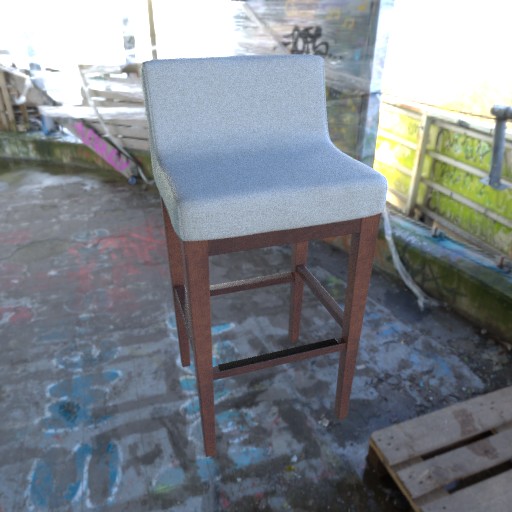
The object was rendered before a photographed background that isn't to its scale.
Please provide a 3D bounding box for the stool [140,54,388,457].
[{"bbox_3d":[0.000,0.000,1.293,0.511,1.037,0.500,-9,30,-16],"label":"stool"}]
